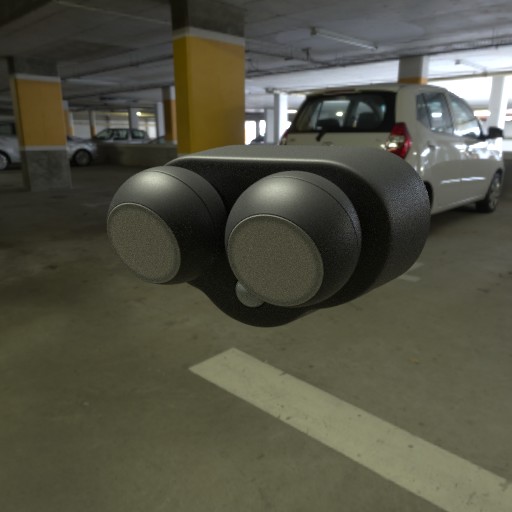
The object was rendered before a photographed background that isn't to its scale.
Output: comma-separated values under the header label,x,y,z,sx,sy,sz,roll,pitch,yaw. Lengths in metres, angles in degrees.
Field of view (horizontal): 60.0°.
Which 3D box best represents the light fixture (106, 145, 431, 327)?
label,x,y,z,sx,sy,sz,roll,pitch,yaw
light fixture,0.000,0.000,0.336,0.229,0.159,0.159,7,17,25
